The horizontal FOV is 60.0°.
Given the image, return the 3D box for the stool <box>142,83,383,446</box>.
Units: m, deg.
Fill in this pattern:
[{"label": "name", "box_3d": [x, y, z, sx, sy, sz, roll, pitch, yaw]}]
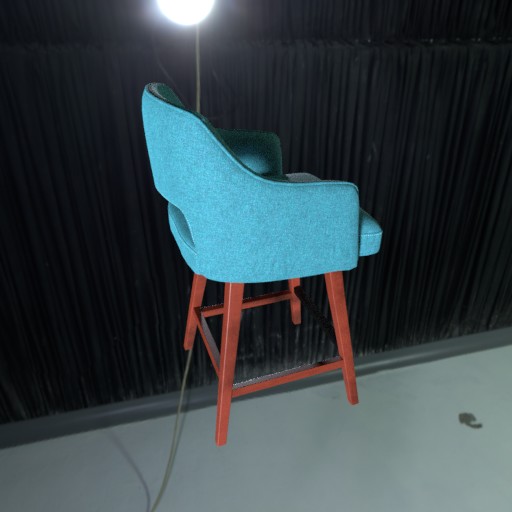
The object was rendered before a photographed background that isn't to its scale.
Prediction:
[{"label": "stool", "box_3d": [0.000, 0.000, 1.321, 0.556, 0.961, 0.548, -10, 31, -17]}]
